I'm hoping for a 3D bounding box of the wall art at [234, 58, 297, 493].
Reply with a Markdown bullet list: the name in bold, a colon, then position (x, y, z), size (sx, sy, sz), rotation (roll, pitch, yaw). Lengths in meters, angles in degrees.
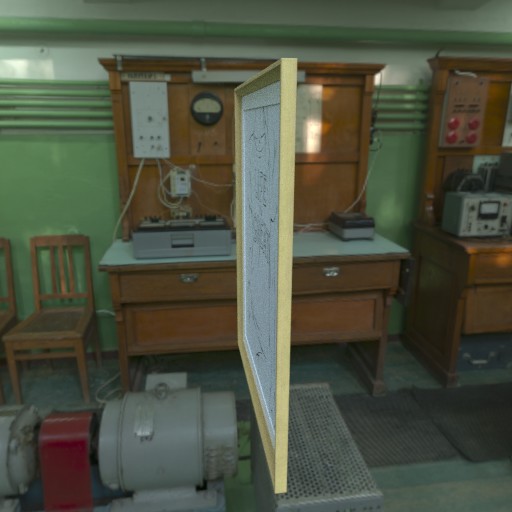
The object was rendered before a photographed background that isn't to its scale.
- **wall art**: position (0.000, 0.000, 1.343), size (0.030, 1.002, 0.798), rotation (-3, 17, -9)
